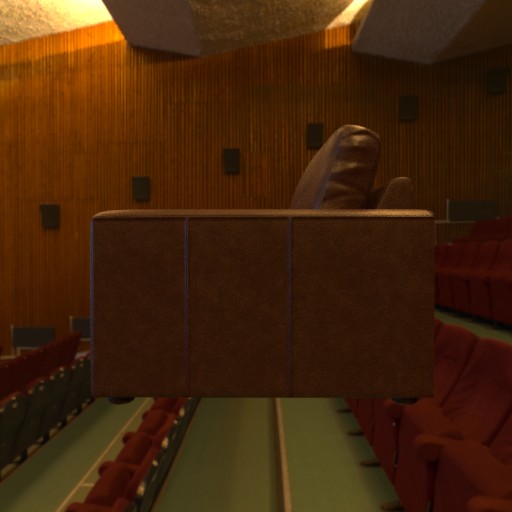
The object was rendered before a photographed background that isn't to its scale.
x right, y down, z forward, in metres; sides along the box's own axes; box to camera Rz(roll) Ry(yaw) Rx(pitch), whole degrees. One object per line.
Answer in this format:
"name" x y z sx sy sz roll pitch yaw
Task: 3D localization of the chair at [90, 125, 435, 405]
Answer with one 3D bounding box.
"chair" 0.000 0.000 1.743 1.016 0.873 1.005 0 1 0
